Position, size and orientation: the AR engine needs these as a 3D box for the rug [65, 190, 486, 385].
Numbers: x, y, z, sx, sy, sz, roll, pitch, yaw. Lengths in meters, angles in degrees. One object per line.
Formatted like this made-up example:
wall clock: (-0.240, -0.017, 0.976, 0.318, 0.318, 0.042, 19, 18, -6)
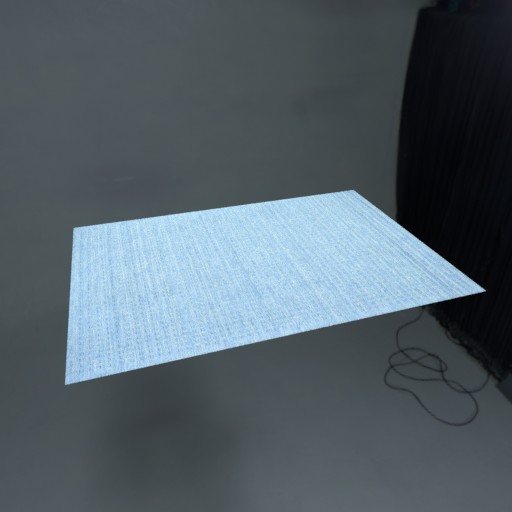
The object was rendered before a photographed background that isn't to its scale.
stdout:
rug: (0.000, 0.000, 3.673, 2.895, 0.006, 1.982, -10, 33, -15)
